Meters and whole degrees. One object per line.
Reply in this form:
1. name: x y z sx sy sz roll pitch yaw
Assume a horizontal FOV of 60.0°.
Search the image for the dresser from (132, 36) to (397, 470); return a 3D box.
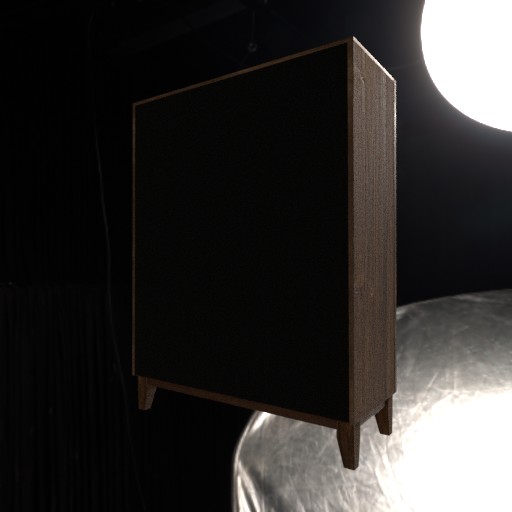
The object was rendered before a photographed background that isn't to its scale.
1. dresser: 0.000 0.000 1.888 1.062 1.393 0.442 0 -1 35
